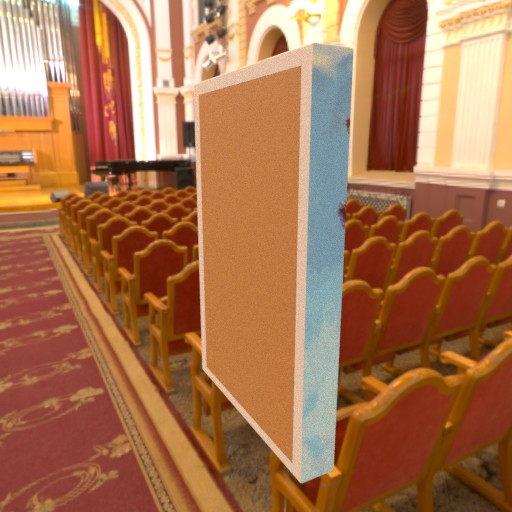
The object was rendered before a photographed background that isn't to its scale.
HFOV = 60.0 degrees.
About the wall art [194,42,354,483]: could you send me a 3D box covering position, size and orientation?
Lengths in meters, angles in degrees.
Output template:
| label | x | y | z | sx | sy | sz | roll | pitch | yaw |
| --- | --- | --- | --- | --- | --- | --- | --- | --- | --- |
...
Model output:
| label | x | y | z | sx | sy | sz | roll | pitch | yaw |
| --- | --- | --- | --- | --- | --- | --- | --- | --- | --- |
| wall art | 0.000 | 0.000 | 0.484 | 0.039 | 0.380 | 0.251 | -7 | 15 | -27 |
